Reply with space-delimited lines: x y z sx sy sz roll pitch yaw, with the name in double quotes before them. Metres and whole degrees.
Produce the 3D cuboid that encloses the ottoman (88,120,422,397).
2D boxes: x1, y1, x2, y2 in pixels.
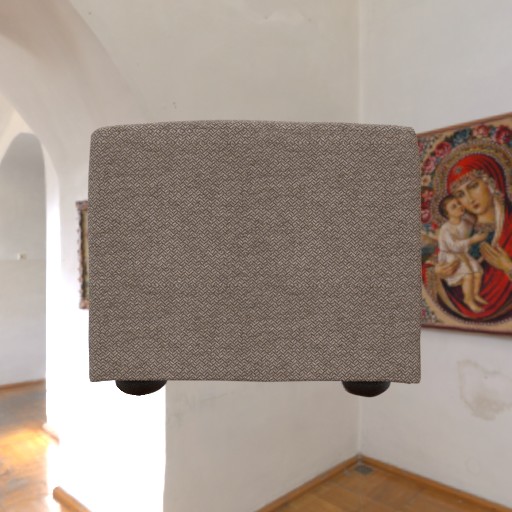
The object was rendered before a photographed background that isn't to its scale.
"ottoman" 0.000 0.000 0.915 0.512 0.453 0.519 0 1 1
